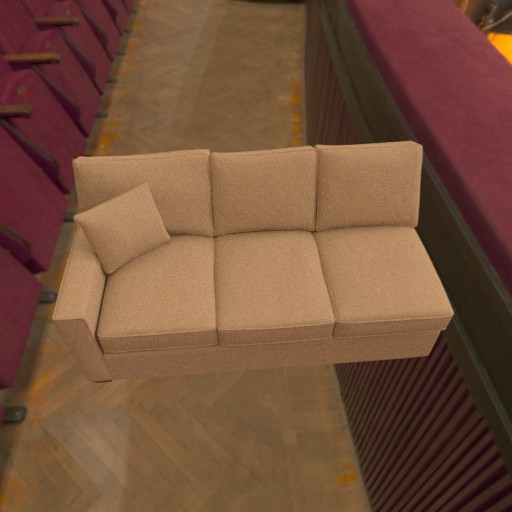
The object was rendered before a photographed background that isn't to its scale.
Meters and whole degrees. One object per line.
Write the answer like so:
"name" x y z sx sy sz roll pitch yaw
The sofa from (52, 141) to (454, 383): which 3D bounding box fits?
"sofa" 0.000 0.000 2.527 1.962 0.946 1.034 -4 46 -3
